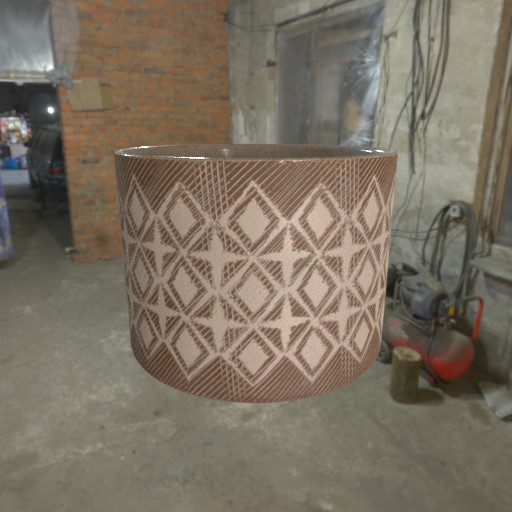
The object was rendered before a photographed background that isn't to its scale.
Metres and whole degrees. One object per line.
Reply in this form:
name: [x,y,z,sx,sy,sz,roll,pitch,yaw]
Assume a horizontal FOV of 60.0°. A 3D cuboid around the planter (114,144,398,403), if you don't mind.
planter: [0.000,0.000,0.221,0.126,0.104,0.126,0,16,0]
